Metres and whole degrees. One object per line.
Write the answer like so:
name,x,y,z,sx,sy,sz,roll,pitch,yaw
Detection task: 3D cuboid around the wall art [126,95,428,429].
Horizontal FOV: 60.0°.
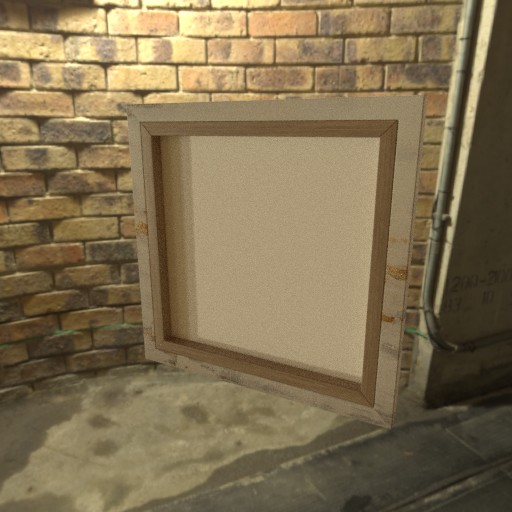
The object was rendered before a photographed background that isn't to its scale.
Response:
wall art,0.000,0.000,0.925,0.611,0.613,0.040,8,18,26
